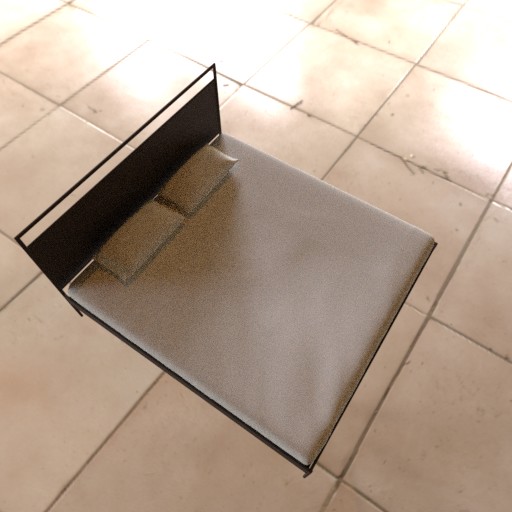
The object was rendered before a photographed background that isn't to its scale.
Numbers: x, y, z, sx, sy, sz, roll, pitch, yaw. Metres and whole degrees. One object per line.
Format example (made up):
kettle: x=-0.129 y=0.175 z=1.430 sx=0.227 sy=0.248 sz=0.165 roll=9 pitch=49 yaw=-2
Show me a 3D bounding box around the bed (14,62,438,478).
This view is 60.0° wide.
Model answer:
bed: x=0.000 y=0.000 z=3.256 sx=2.151 sy=1.173 sz=1.993 roll=30 pitch=64 yaw=17
